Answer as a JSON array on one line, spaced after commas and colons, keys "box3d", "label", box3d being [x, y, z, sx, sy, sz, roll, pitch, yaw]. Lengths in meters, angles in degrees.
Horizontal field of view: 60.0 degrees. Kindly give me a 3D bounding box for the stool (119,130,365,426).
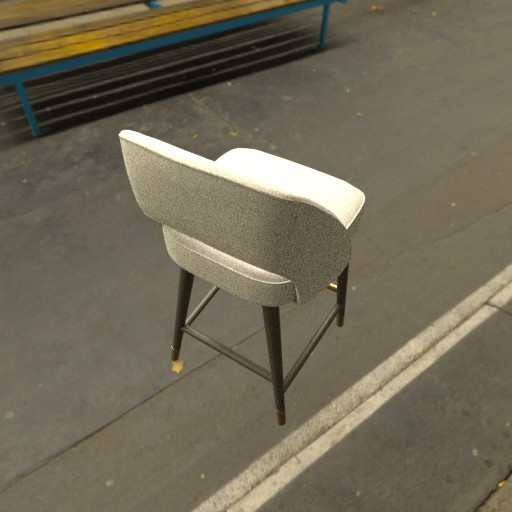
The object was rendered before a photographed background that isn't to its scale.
[{"box3d": [0.000, 0.000, 1.231, 0.494, 0.940, 0.509, 25, 52, 21], "label": "stool"}]
